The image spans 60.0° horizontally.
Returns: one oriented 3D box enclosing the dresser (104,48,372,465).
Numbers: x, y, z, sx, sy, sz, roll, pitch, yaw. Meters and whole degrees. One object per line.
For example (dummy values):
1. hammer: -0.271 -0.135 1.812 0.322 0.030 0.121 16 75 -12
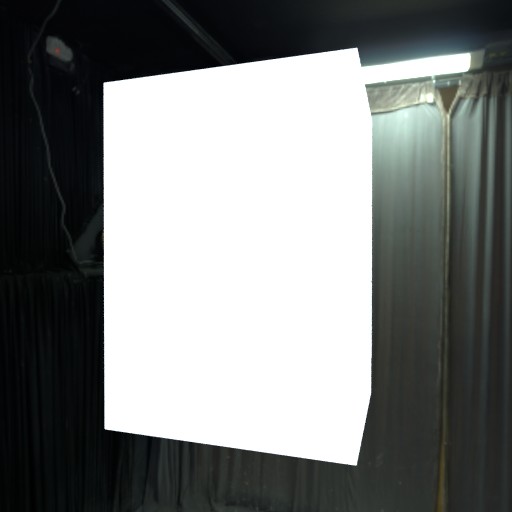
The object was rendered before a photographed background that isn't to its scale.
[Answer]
1. dresser: 0.000 0.000 0.826 0.400 0.560 0.360 0 1 18
